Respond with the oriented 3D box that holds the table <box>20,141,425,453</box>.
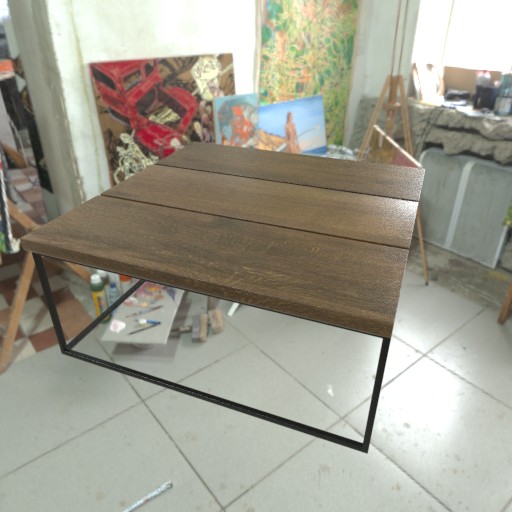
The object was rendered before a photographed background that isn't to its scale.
[{"bbox_3d":[0.000,0.000,1.415,0.900,0.400,0.900,11,32,19],"label":"table"}]
